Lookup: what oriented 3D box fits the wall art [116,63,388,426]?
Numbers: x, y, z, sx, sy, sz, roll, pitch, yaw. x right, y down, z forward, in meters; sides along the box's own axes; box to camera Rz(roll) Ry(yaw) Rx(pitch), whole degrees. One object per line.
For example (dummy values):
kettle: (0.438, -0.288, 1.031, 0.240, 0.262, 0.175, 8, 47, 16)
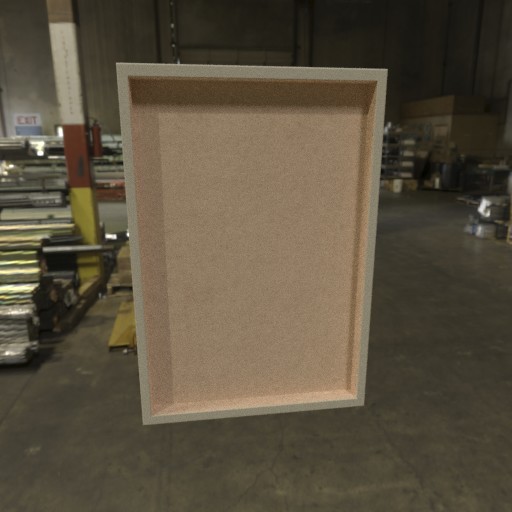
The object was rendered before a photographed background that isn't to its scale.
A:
wall art: (0.000, 0.000, 0.771, 0.418, 0.608, 0.038, -2, 15, -8)
